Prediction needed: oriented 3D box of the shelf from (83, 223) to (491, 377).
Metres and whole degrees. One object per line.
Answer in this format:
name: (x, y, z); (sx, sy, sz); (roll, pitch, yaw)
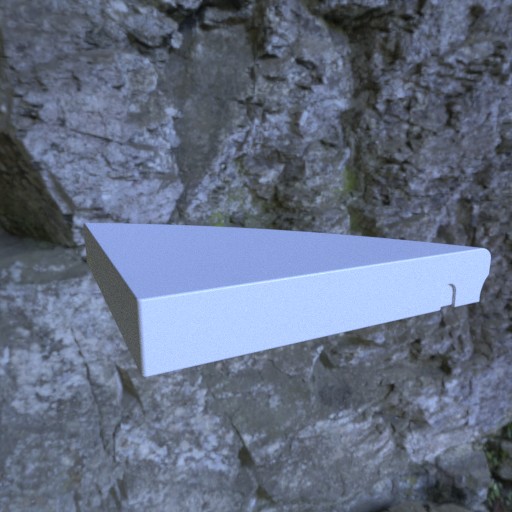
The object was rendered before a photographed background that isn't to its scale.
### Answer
shelf: (0.000, 0.000, 0.462); (0.310, 0.050, 0.310); (-7, 15, -26)
